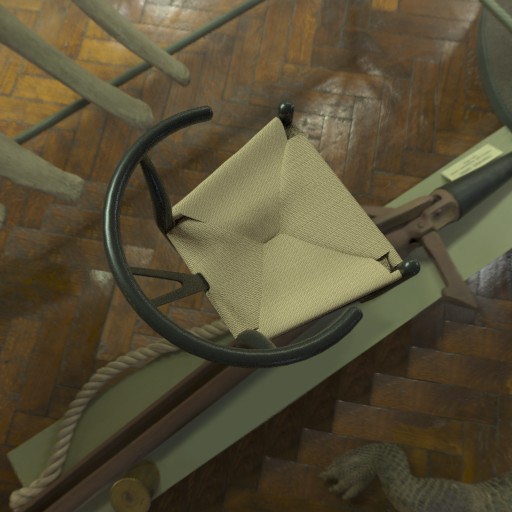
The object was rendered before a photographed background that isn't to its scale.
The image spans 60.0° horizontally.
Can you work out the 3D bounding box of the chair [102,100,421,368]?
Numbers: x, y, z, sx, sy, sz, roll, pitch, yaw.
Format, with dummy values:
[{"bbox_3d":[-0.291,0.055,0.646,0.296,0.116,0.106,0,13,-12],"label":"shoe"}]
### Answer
[{"bbox_3d":[0.000,0.000,1.166,0.570,0.739,0.570,-33,78,-8],"label":"chair"}]
